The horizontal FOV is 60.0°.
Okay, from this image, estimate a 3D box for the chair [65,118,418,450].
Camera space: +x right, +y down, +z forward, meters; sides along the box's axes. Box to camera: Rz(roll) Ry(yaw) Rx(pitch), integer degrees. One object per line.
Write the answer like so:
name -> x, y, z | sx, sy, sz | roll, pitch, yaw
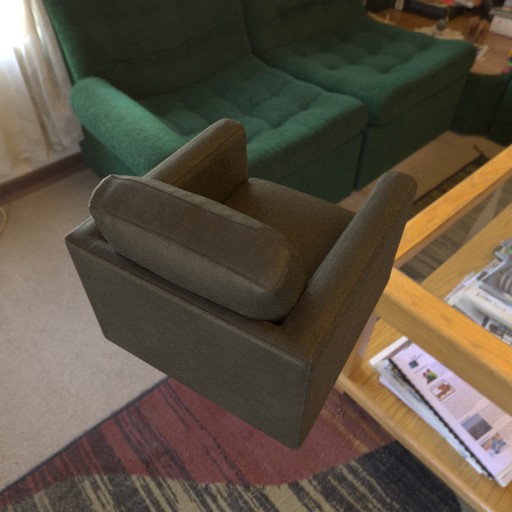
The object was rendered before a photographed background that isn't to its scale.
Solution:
chair -> 0.000, 0.000, 1.573 | 0.831, 0.898, 0.879 | 23, 50, 21
